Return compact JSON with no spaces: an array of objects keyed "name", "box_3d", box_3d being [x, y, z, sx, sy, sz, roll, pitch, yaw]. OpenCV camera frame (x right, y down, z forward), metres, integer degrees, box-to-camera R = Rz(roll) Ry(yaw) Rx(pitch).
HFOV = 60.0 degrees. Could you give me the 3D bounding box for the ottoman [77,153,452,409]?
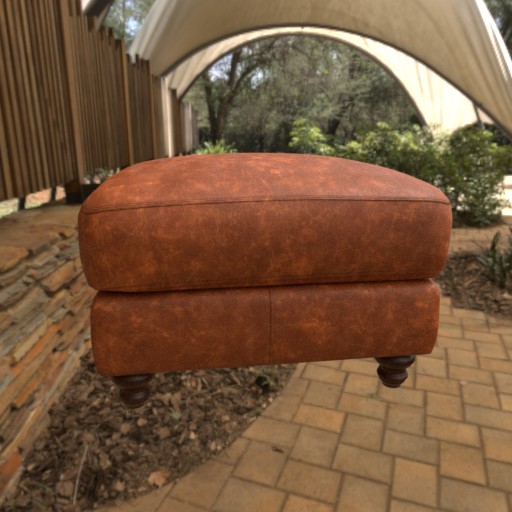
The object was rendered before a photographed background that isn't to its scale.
[{"name":"ottoman","box_3d":[0.000,0.000,1.247,0.832,0.562,0.657,-2,16,-8]}]
